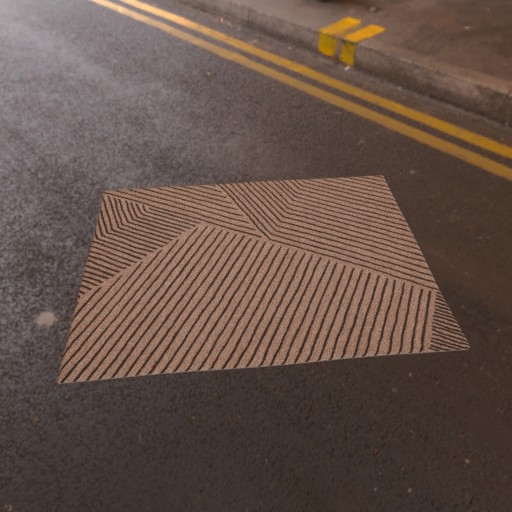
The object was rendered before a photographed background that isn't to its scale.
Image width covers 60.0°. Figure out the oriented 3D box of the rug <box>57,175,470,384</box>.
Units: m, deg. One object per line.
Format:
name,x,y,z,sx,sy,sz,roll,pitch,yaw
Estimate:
rug,0.000,0.000,3.241,2.449,0.028,1.829,-4,45,-4
